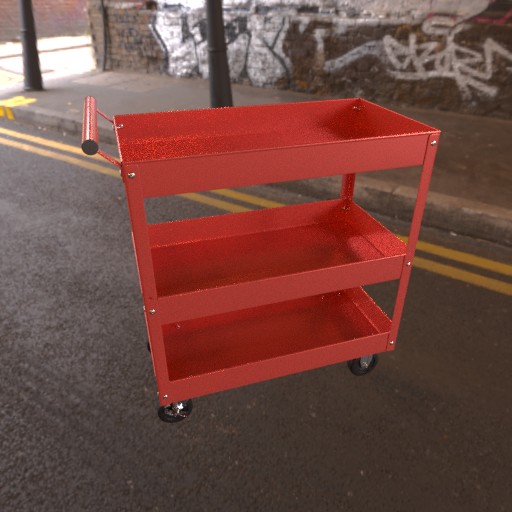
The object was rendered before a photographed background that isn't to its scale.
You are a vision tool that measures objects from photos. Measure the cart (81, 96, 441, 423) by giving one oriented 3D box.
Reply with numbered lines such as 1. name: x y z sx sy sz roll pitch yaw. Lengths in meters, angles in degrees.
1. cart: 0.000 0.000 1.166 0.719 0.780 0.366 -9 32 -15
